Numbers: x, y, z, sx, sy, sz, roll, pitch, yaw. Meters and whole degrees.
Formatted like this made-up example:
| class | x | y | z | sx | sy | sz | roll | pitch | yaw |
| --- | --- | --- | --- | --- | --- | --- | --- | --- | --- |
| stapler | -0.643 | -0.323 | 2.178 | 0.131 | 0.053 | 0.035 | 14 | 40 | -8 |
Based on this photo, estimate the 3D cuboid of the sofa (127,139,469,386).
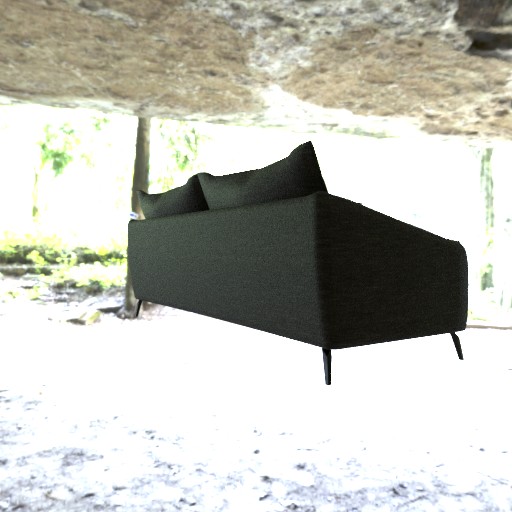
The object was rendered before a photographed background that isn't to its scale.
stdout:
| class | x | y | z | sx | sy | sz | roll | pitch | yaw |
| --- | --- | --- | --- | --- | --- | --- | --- | --- | --- |
| sofa | 0.000 | 0.000 | 2.438 | 0.807 | 0.843 | 2.019 | -1 | 1 | -35 |
